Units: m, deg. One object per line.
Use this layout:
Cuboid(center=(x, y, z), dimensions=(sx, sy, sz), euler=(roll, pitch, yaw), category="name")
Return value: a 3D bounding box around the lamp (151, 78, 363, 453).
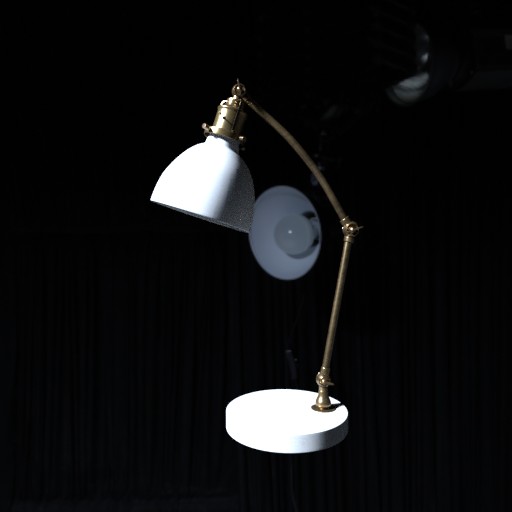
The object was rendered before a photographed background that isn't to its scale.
Cuboid(center=(0.000, 0.000, 0.676), dimensions=(0.317, 0.522, 0.186), euler=(0, 1, -1), category="lamp")
